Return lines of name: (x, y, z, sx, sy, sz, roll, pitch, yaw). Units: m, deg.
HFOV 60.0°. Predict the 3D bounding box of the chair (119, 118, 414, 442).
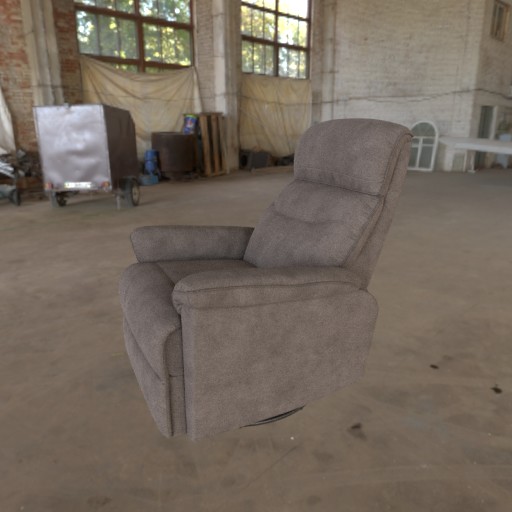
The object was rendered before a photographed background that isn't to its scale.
chair: (0.000, 0.000, 1.736, 1.009, 1.036, 0.830, -8, 18, -24)
